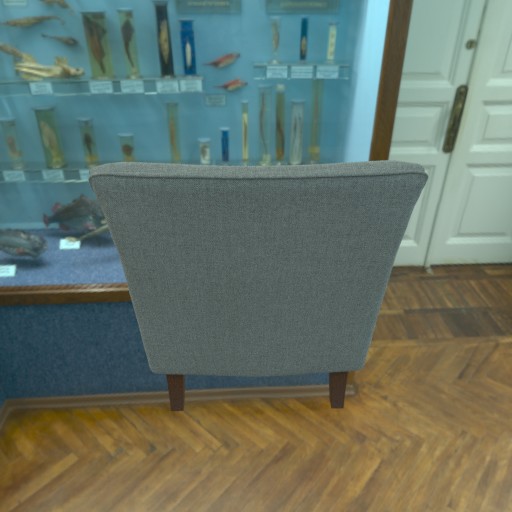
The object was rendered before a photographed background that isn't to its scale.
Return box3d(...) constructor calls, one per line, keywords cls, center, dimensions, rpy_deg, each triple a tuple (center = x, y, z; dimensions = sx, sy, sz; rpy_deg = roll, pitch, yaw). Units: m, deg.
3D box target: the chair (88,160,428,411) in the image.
box3d(cls="chair", center=(0.000, 0.000, 1.727), dimensions=(0.887, 1.047, 0.993), rpy_deg=(-1, 31, -1))
